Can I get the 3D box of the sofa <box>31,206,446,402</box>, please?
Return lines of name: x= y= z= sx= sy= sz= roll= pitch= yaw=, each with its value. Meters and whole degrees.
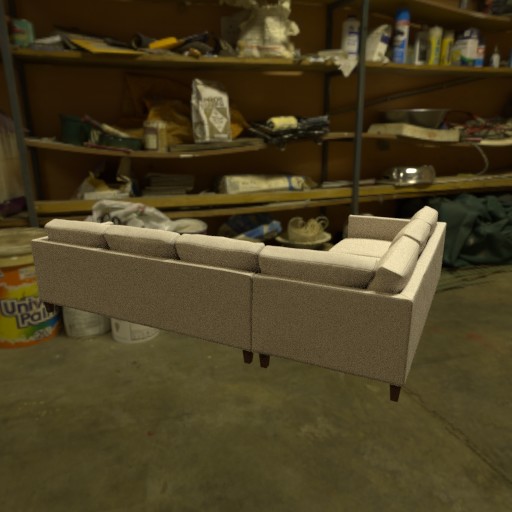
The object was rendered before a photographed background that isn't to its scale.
sofa: x=0.000 y=0.000 z=4.262 sx=3.182 sy=0.863 sz=2.432 roll=8 pitch=18 yaw=25
